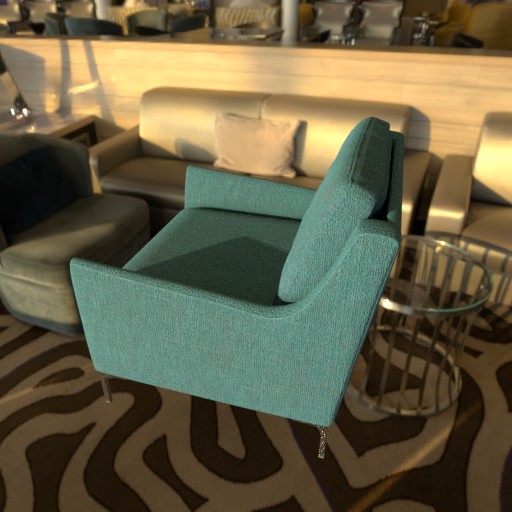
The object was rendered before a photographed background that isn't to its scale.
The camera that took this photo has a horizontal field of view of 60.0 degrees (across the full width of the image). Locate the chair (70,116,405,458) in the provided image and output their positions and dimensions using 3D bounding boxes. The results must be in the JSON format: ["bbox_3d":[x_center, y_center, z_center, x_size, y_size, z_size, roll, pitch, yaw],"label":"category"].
[{"bbox_3d":[0.000,0.000,1.498,0.849,0.828,0.847,9,32,14],"label":"chair"}]
